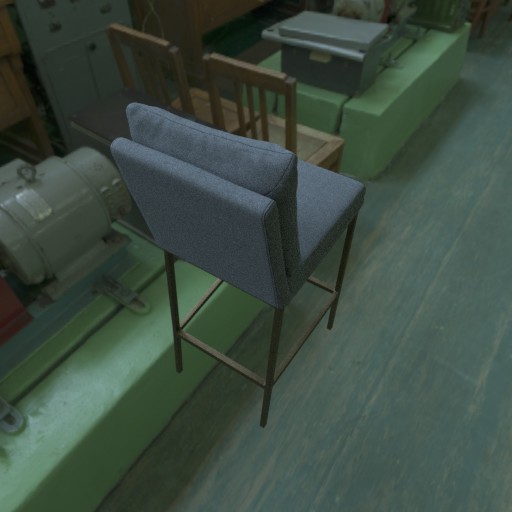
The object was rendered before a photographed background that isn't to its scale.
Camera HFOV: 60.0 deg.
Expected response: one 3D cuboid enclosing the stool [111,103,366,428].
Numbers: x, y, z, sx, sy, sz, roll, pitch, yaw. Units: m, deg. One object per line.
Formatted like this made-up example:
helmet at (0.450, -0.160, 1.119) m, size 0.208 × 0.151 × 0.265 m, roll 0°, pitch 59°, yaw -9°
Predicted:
stool at (0.000, 0.000, 1.439) m, size 0.463 × 1.130 × 0.569 m, roll 26°, pitch 52°, yaw 22°
